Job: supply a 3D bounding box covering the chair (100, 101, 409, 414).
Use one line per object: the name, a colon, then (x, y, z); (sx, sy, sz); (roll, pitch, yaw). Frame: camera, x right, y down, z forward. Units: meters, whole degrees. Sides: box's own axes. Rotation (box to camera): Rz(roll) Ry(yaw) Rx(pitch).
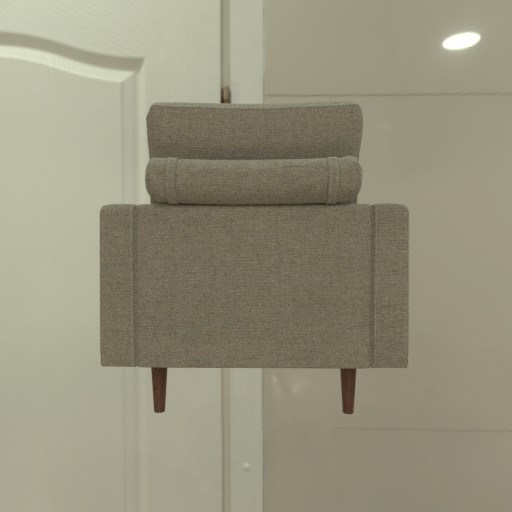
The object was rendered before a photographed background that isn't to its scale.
chair: (0.000, 0.000, 1.532); (0.821, 0.880, 0.843); (0, 1, 1)
